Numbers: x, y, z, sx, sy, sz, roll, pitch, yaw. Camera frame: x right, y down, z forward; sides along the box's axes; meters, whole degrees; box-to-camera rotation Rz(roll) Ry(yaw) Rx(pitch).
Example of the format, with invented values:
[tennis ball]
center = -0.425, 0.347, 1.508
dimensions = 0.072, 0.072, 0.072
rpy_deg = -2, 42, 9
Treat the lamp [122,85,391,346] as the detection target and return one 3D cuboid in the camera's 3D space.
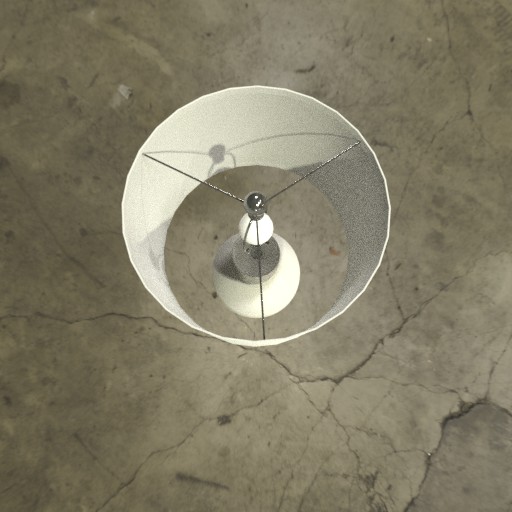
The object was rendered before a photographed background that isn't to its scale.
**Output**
[lamp]
center = 0.000, 0.000, 0.889
dimensions = 0.357, 0.673, 0.357
rpy_deg = 26, 79, 5
